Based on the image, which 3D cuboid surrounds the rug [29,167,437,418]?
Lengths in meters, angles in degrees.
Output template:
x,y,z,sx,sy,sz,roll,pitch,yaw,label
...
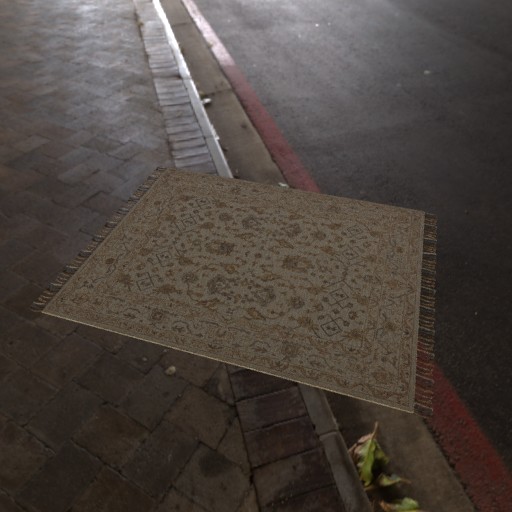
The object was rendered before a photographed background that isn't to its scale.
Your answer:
x,y,z,sx,sy,sz,roll,pitch,yaw,label
0.000,0.000,2.224,1.726,0.009,1.278,12,44,13,rug
